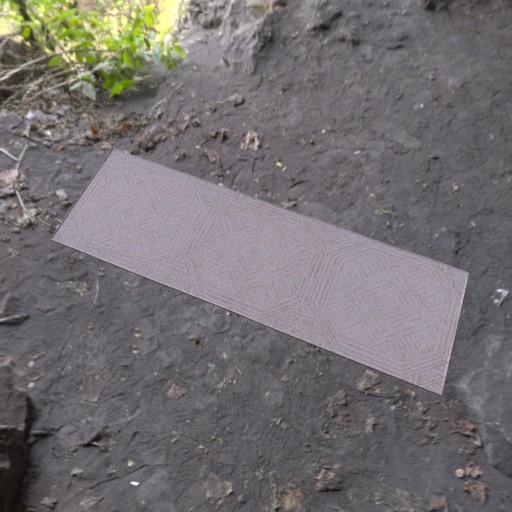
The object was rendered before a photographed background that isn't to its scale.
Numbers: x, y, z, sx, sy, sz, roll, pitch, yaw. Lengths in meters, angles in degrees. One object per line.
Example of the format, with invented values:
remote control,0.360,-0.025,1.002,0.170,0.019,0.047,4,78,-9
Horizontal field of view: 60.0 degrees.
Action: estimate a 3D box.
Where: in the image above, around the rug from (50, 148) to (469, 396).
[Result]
rug,0.000,0.000,2.706,2.452,0.012,0.775,20,66,9
